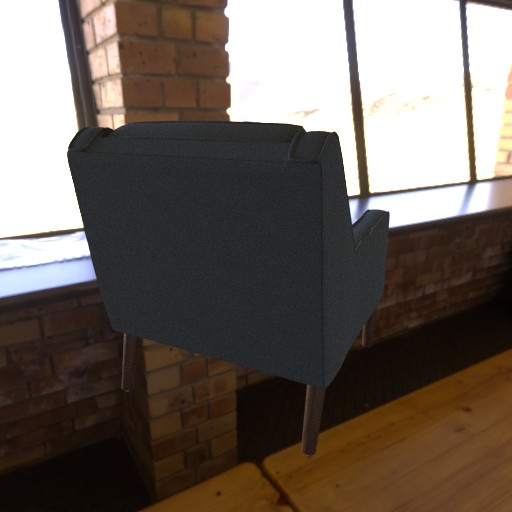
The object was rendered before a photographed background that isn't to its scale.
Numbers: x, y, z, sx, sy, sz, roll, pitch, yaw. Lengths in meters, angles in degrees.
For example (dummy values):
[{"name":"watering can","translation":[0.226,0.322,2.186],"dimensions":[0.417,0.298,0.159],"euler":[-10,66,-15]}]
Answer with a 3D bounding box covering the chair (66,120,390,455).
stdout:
[{"name":"chair","translation":[0.000,0.000,1.325],"dimensions":[0.663,0.780,0.733],"euler":[9,20,26]}]
